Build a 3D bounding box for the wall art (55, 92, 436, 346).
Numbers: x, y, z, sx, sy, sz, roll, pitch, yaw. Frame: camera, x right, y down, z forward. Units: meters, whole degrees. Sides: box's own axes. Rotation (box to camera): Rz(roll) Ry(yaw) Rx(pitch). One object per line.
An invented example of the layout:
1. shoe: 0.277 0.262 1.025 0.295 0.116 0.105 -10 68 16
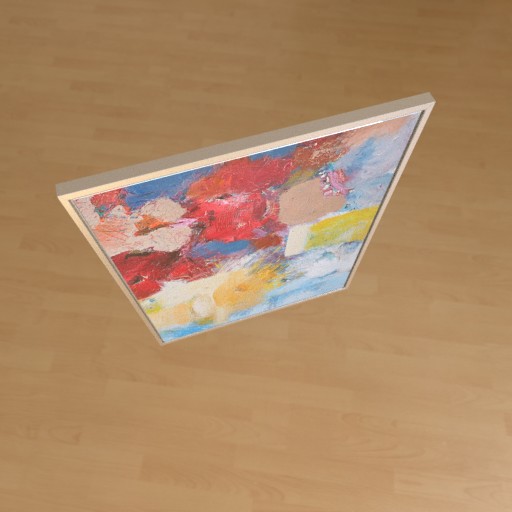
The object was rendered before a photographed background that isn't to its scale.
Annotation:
1. wall art: 0.000 0.000 1.383 0.816 1.046 0.030 -16 64 -8
